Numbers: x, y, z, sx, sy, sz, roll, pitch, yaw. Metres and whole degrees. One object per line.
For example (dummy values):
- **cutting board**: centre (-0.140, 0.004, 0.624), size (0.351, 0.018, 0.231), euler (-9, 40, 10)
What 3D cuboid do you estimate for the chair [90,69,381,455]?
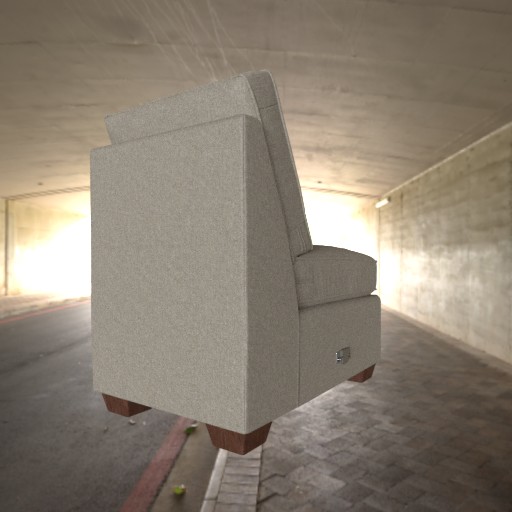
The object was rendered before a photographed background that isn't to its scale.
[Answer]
- **chair**: centre (0.000, 0.000, 1.716), size (0.674, 1.058, 1.020), euler (0, 0, 36)
